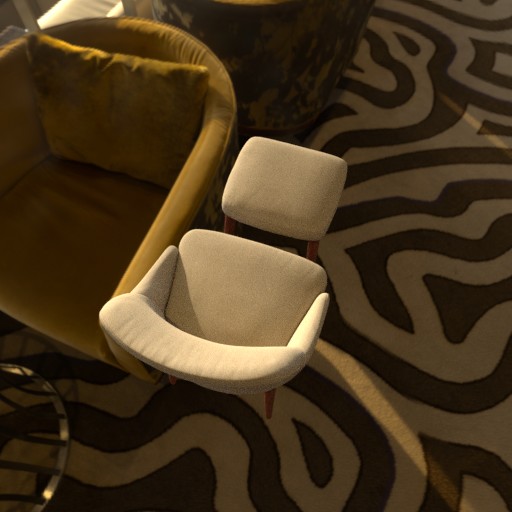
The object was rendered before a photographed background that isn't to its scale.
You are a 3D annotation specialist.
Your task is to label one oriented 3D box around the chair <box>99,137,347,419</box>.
[{"bbox_3d":[0.000,0.000,1.586,0.584,0.866,1.114,17,62,9],"label":"chair"}]
